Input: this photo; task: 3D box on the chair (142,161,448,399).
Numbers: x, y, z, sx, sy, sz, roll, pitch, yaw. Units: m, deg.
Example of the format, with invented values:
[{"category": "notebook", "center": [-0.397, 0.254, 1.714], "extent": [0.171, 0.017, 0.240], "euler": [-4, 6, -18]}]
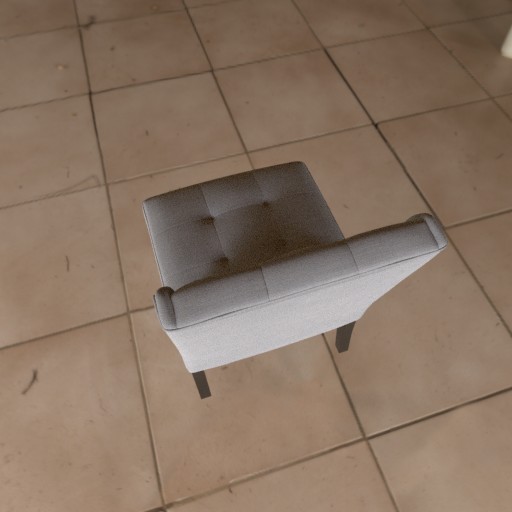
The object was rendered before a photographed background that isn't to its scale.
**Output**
[{"category": "chair", "center": [0.000, 0.000, 1.300], "extent": [0.569, 0.853, 0.676], "euler": [-16, 59, -10]}]
